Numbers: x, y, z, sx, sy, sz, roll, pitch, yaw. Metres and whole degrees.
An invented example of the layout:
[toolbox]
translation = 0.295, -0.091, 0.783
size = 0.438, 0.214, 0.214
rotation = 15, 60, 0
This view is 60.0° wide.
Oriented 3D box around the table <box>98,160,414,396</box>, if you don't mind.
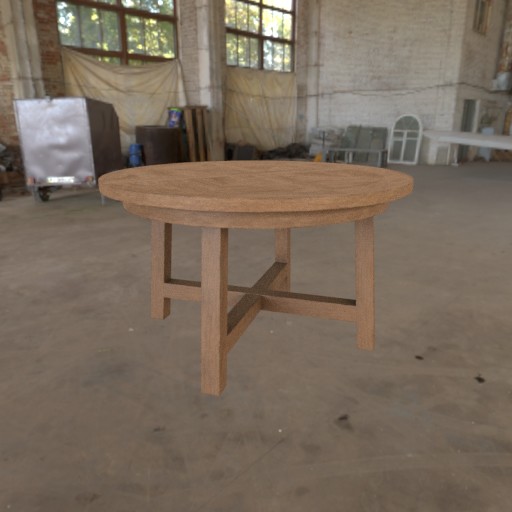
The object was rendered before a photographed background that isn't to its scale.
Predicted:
[table]
translation = 0.000, 0.000, 2.069
size = 1.319, 0.762, 1.319
rotation = 0, 17, 0
